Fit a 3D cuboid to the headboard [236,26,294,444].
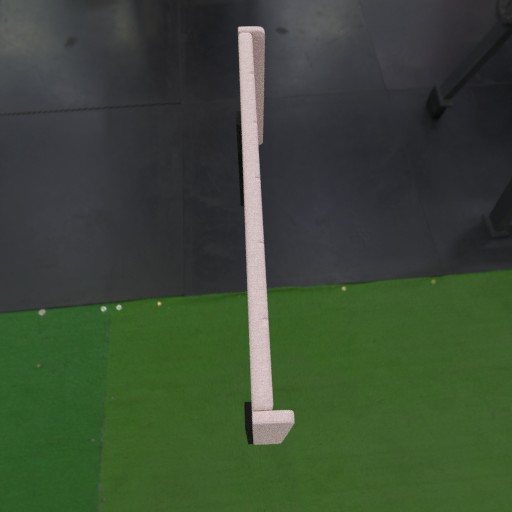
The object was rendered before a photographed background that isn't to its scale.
[{"bbox_3d":[0.000,0.000,2.640,0.184,1.524,2.051,-2,63,-1],"label":"headboard"}]
